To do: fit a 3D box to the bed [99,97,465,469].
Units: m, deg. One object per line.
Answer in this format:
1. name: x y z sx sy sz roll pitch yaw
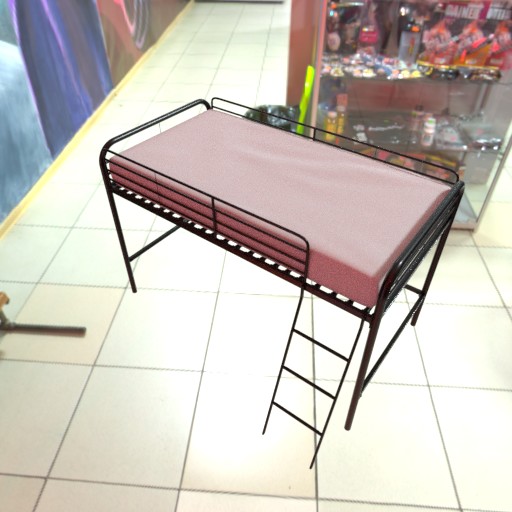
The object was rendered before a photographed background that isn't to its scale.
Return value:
1. bed: 0.000 0.000 2.931 1.968 1.289 1.393 26 47 27
